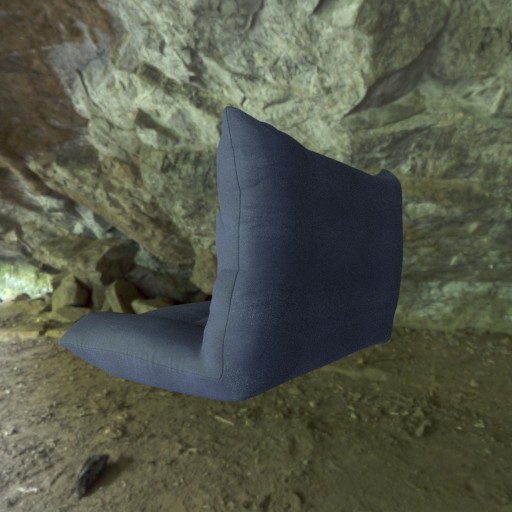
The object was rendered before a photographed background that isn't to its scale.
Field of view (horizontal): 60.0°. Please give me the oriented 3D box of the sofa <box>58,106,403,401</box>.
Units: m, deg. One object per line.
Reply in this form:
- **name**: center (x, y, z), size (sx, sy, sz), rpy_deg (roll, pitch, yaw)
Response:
- **sofa**: center (0.000, 0.000, 1.693), size (0.849, 0.778, 1.122), rpy_deg (0, 0, 35)
